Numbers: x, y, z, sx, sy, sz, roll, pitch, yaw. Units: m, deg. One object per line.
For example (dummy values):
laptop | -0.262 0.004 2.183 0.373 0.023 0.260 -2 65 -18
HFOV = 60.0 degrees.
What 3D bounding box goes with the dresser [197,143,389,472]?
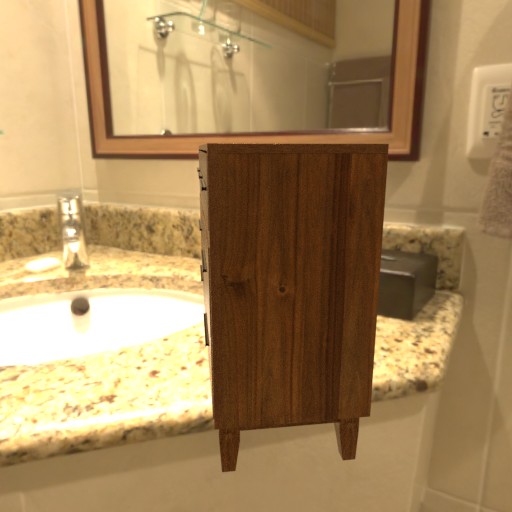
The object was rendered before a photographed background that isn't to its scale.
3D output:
dresser | 0.000 0.000 1.799 0.446 0.873 1.400 -2 14 -8
